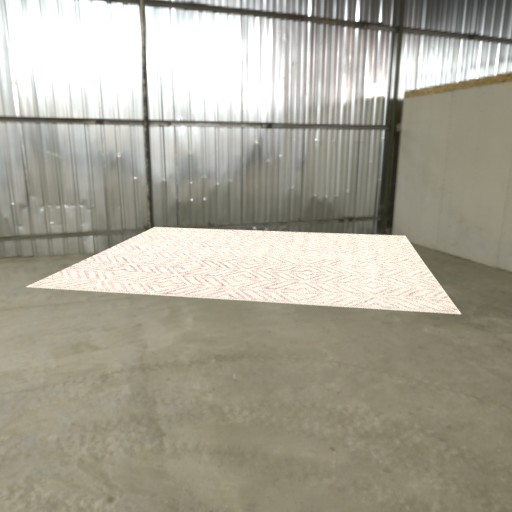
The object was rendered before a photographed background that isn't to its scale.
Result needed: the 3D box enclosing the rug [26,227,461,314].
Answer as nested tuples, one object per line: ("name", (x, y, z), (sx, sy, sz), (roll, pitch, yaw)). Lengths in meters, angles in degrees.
("rug", (0.000, 0.000, 4.186), (3.045, 0.008, 2.421), (3, 15, 10))
